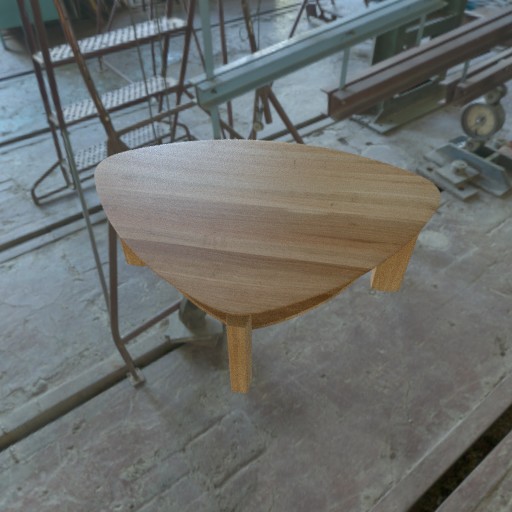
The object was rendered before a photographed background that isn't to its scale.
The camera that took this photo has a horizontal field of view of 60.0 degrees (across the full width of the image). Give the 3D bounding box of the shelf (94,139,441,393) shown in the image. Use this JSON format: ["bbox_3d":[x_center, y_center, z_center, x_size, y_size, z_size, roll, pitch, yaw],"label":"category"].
[{"bbox_3d":[0.000,0.000,1.628,1.240,0.439,0.863,6,46,5],"label":"shelf"}]
